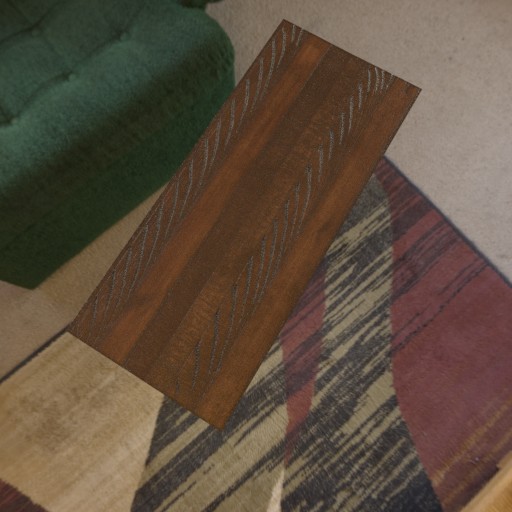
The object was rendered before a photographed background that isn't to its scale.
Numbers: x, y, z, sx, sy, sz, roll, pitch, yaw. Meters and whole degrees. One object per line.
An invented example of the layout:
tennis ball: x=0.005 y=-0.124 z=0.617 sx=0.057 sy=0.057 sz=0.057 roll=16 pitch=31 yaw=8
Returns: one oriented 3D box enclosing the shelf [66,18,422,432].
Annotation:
shelf: x=0.000 y=0.000 z=1.368 sx=0.352 sy=0.947 sz=0.822 roll=30 pitch=78 yaw=7
